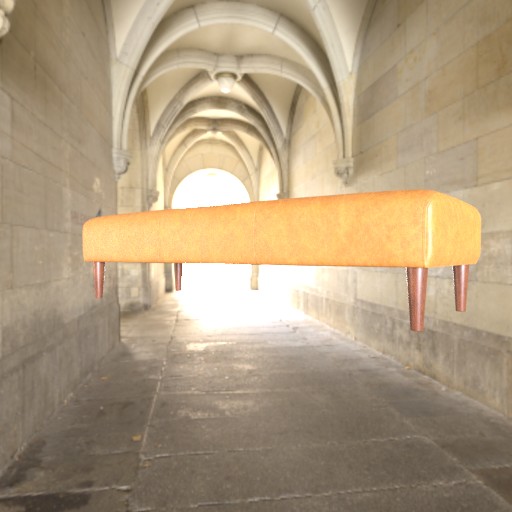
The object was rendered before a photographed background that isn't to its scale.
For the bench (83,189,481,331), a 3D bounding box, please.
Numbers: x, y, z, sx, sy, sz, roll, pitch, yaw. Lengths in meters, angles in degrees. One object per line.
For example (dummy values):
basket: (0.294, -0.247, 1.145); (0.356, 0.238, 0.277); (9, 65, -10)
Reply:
bench: (0.000, 0.000, 1.856); (1.610, 0.399, 0.653); (0, 0, 37)
